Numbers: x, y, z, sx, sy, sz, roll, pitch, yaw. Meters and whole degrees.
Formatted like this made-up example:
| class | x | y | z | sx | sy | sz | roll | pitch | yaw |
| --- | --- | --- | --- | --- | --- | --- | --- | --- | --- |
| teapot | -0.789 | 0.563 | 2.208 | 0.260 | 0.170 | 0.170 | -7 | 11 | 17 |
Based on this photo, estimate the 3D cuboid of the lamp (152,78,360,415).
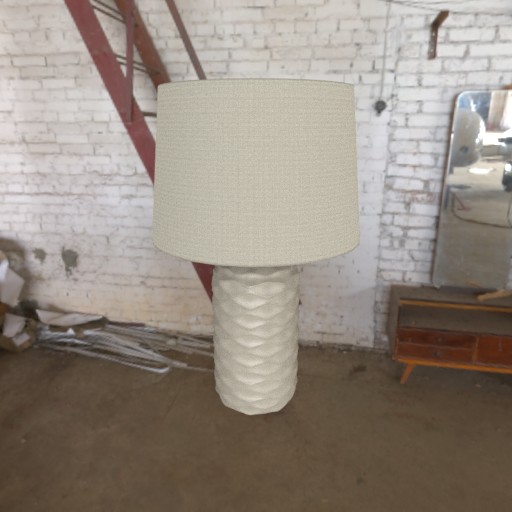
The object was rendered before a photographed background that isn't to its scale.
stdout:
| class | x | y | z | sx | sy | sz | roll | pitch | yaw |
| --- | --- | --- | --- | --- | --- | --- | --- | --- | --- |
| lamp | 0.000 | 0.000 | 0.834 | 0.376 | 0.594 | 0.376 | 0 | 17 | 0 |
